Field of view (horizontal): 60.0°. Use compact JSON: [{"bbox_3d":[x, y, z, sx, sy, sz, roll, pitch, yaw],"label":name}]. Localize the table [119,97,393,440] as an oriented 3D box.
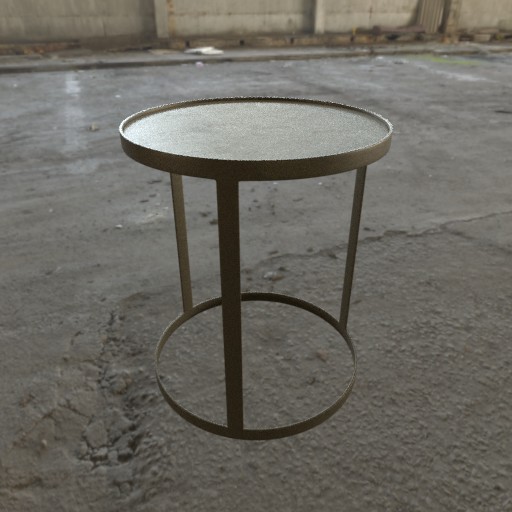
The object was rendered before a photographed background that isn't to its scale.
[{"bbox_3d":[0.000,0.000,0.943,0.480,0.565,0.480,0,29,0],"label":"table"}]
